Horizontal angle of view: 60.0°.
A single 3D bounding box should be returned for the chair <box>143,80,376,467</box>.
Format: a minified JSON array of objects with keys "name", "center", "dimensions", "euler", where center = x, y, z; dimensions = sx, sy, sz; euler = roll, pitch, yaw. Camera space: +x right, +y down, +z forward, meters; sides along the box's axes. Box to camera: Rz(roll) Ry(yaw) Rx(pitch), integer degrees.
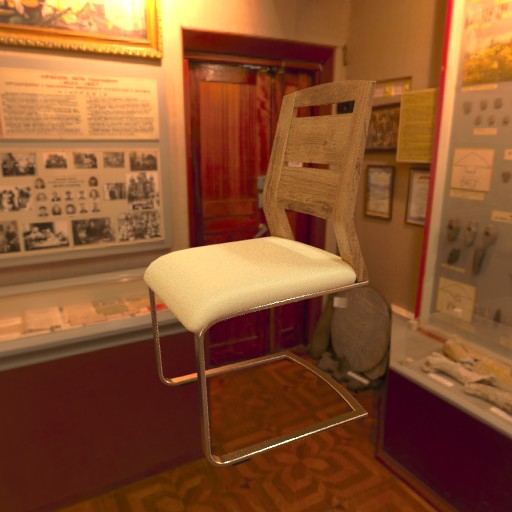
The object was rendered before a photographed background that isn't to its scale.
[{"name":"chair","center":[0.000,0.000,1.271],"dimensions":[0.561,0.955,0.457],"euler":[-7,16,-26]}]
